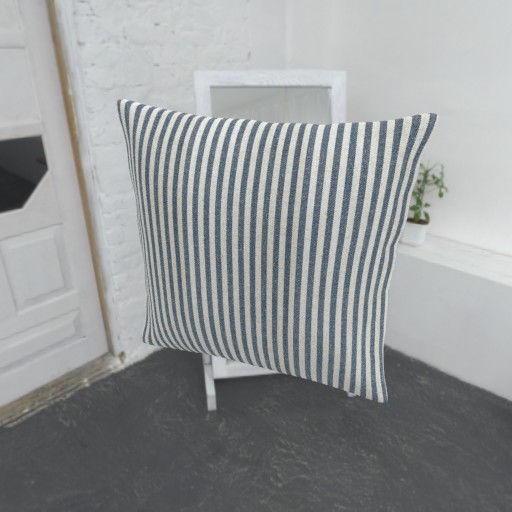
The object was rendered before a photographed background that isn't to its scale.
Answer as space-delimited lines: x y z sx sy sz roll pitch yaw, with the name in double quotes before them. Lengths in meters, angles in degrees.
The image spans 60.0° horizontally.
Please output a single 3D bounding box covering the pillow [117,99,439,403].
"pillow" 0.000 0.000 0.787 0.523 0.510 0.166 9 27 18
